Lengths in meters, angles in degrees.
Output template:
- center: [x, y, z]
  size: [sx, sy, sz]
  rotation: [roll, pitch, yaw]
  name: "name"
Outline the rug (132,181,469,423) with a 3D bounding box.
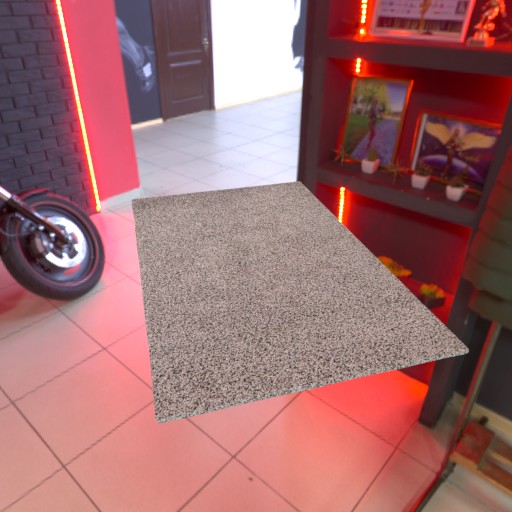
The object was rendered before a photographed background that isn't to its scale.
- center: [0.000, 0.000, 3.465]
  size: [1.778, 0.030, 2.743]
  rotation: [-8, 32, -14]
  name: "rug"
